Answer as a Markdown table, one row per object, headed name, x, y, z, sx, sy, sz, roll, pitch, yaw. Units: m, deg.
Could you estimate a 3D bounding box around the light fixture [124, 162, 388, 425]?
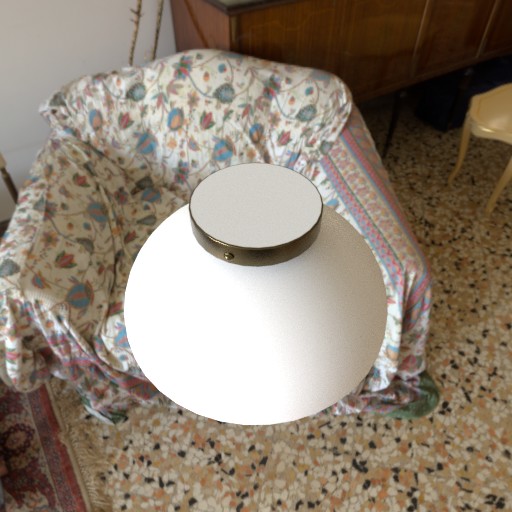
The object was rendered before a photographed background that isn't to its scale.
| name | x | y | z | sx | sy | sz | roll | pitch | yaw |
| --- | --- | --- | --- | --- | --- | --- | --- | --- | --- |
| light fixture | 0.000 | 0.000 | 0.554 | 0.355 | 0.177 | 0.355 | 0 | 47 | 0 |
